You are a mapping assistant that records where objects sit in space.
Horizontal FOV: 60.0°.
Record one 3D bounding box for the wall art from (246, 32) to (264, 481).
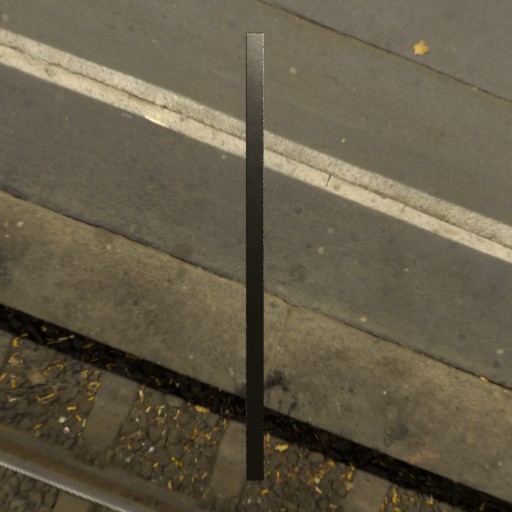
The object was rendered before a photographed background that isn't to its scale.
[{"bbox_3d":[0.000,0.000,0.520,0.014,0.349,0.349,0,90,0],"label":"wall art"}]
